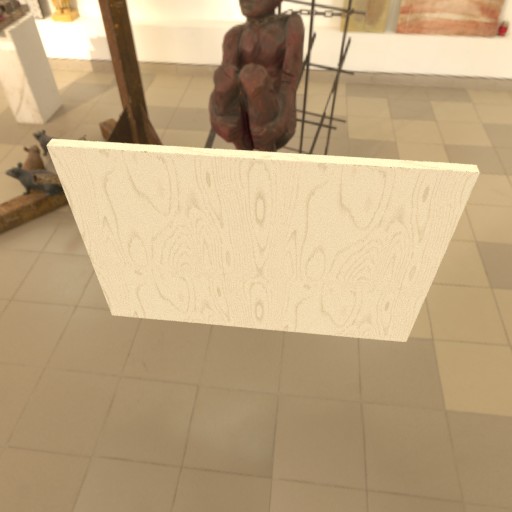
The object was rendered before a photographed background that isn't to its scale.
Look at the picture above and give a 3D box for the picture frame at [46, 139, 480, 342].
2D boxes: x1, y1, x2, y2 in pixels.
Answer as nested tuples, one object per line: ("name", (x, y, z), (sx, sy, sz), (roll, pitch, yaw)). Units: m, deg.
("picture frame", (0.000, 0.000, 1.206), (0.950, 0.640, 0.029), (5, 46, 4))
